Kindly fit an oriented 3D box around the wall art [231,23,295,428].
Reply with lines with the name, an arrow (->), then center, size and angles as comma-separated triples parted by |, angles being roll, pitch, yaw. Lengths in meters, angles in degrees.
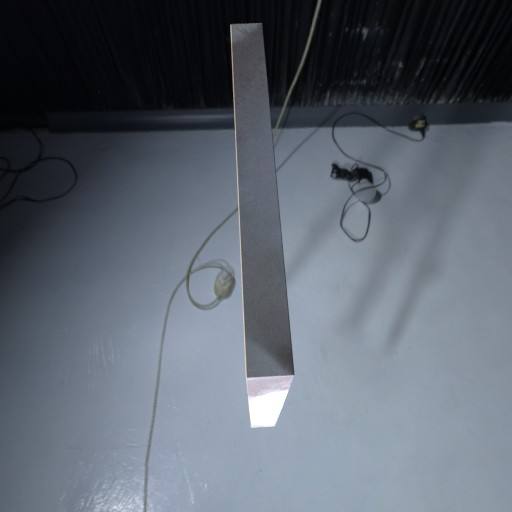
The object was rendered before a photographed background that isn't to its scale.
wall art -> 0.000, 0.000, 0.456 | 0.028, 0.303, 0.303 | -3, 64, -1
